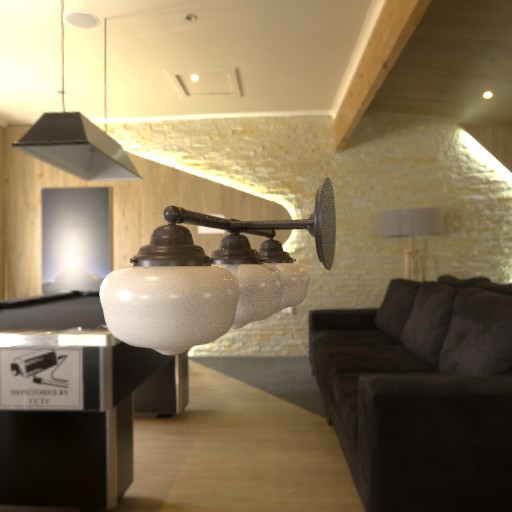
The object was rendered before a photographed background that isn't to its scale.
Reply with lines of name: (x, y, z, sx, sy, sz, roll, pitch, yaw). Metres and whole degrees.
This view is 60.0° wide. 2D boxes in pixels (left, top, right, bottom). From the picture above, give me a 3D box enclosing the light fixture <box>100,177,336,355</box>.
light fixture: (0.000, 0.000, 0.723, 0.239, 0.242, 0.587, 0, 0, 18)
